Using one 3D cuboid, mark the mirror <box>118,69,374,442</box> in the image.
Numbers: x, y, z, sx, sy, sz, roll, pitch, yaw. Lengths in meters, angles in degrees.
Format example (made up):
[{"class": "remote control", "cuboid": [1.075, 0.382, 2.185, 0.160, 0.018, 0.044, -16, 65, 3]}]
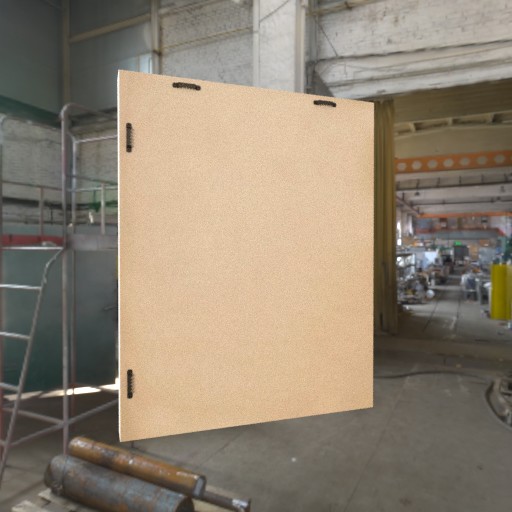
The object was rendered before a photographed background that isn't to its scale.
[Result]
[{"class": "mirror", "cuboid": [0.000, 0.000, 0.685, 0.405, 0.508, 0.041, 0, 1, -20]}]
